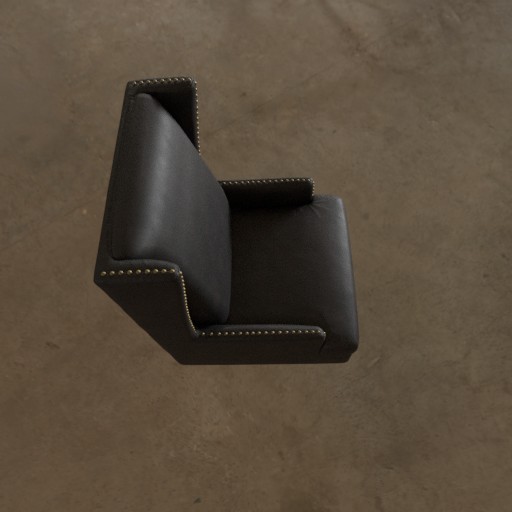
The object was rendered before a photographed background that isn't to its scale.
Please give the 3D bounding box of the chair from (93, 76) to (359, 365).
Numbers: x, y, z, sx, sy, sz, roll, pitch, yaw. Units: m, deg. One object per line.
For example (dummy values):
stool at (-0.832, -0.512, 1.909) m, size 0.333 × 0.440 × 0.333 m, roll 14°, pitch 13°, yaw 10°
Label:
chair at (0.000, 0.000, 1.710) m, size 0.799 × 1.142 × 0.703 m, roll 0°, pitch 64°, yaw 0°
